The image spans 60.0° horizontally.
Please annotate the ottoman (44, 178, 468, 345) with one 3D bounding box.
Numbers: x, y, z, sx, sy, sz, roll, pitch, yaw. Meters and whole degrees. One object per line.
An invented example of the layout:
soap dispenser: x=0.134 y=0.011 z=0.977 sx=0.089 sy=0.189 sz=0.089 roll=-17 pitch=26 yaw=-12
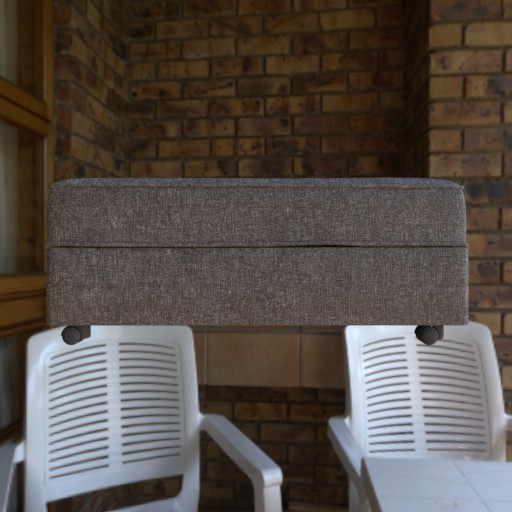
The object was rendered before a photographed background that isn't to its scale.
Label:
ottoman: x=0.000 y=0.000 z=1.546 sx=1.184 sy=0.487 sz=0.717 roll=0 pitch=0 yaw=0
